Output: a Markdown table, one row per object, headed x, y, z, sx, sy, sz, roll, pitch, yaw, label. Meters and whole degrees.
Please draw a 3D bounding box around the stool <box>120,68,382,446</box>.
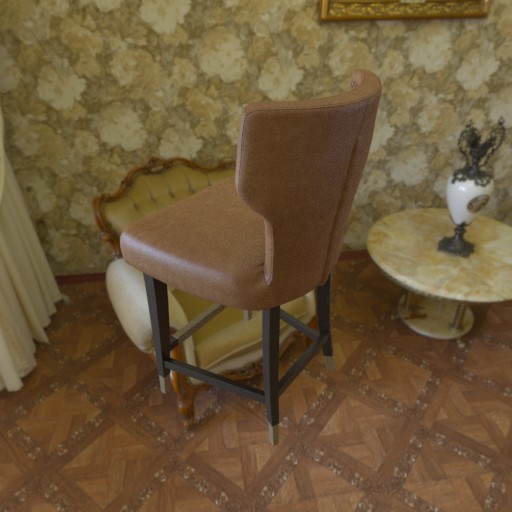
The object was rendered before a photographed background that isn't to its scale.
| x | y | z | sx | sy | sz | roll | pitch | yaw | label |
| --- | --- | --- | --- | --- | --- | --- | --- | --- | --- |
| 0.000 | 0.000 | 1.283 | 0.563 | 0.982 | 0.526 | 21 | 37 | 30 | stool |
